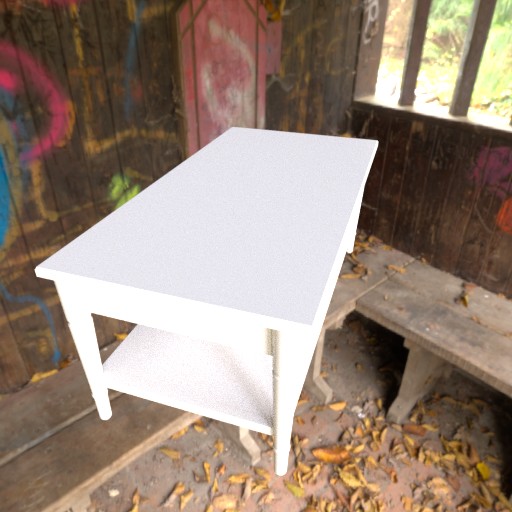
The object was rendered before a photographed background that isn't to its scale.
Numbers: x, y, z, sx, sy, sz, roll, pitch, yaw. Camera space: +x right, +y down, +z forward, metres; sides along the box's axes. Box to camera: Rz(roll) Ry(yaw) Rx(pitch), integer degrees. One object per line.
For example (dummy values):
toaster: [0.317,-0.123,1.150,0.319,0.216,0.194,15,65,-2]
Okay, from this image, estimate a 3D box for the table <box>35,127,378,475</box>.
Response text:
table: [0.000,0.000,1.343,0.559,0.457,1.067,10,33,16]
